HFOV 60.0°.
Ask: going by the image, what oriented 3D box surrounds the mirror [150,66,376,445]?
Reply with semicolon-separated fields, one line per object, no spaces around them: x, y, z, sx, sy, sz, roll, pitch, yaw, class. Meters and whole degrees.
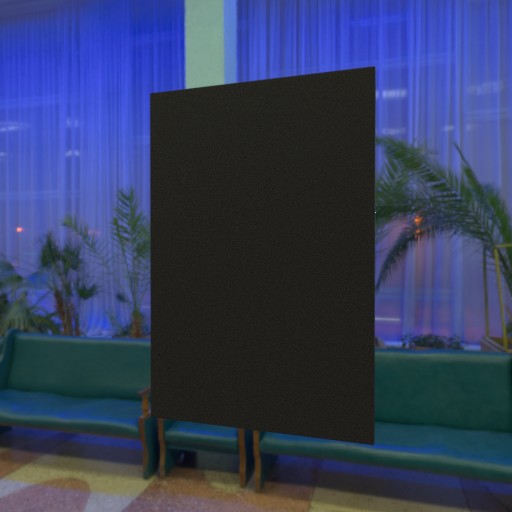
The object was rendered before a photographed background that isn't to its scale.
0.000;0.000;1.178;0.613;0.914;0.039;0;1;17;mirror
